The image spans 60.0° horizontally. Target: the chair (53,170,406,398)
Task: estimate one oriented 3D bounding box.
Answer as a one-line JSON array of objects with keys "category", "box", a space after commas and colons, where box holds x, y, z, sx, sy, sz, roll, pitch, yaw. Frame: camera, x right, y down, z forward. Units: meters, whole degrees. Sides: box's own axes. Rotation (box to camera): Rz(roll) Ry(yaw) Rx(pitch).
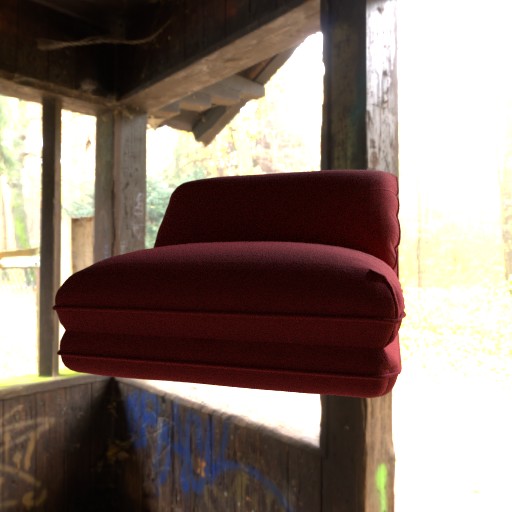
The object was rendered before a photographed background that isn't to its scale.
[{"category": "chair", "box": [0.000, 0.000, 1.295, 0.820, 0.580, 0.780, 0, -1, 17]}]
